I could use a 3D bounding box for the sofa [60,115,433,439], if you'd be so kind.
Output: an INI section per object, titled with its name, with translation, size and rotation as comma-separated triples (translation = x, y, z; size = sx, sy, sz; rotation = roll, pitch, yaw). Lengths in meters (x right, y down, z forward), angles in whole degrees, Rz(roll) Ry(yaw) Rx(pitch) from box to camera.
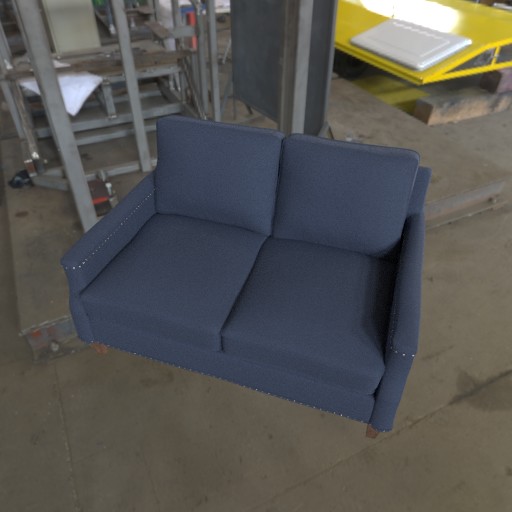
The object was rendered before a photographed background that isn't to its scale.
[sofa]
translation = 0.000, 0.000, 2.240
size = 1.597, 1.003, 1.084
rotation = 13, 42, 14
